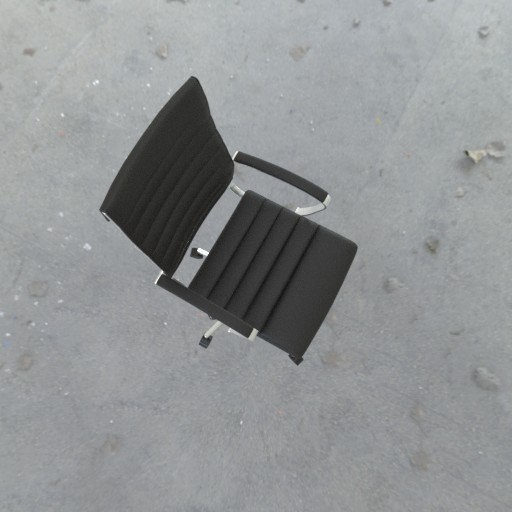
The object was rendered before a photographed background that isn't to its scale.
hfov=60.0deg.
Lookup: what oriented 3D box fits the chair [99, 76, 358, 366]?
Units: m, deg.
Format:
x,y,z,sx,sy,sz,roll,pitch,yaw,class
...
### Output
x,y,z,sx,sy,sz,roll,pitch,yaw,class
0.000,0.000,1.639,0.739,1.149,0.766,28,77,7,chair
